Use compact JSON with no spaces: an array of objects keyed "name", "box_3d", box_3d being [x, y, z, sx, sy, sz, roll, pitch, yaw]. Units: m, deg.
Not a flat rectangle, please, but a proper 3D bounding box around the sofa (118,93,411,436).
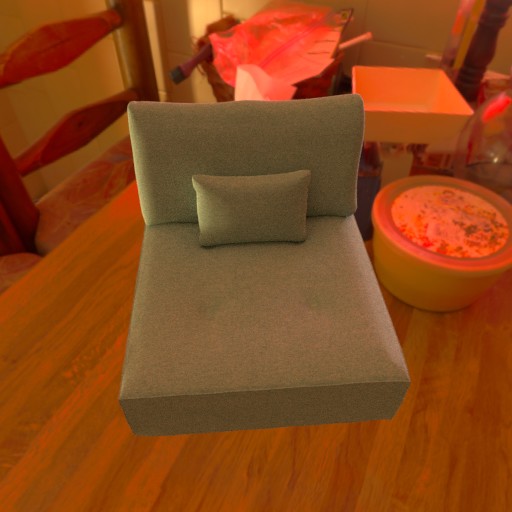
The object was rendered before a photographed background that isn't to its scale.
[{"name":"sofa","box_3d":[0.000,0.000,1.665,0.930,0.820,1.000,-3,45,-3]}]
